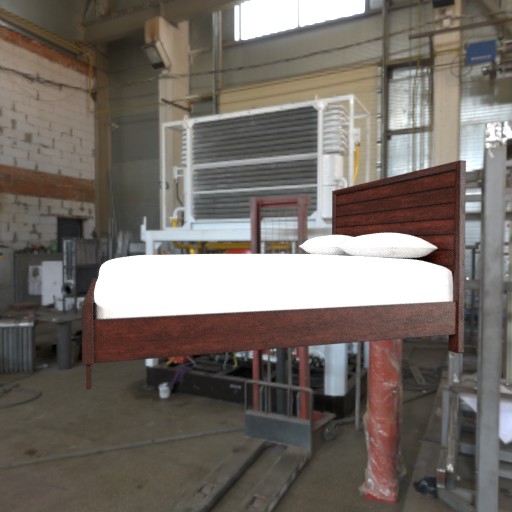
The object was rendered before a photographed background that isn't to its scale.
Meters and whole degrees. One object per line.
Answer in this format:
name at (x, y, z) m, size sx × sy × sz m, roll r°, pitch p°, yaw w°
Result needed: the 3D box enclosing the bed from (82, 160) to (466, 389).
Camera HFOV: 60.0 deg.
bed at (0.000, 0.000, 3.959) m, size 2.803 × 1.492 × 2.040 m, roll 0°, pitch 2°, yaw -18°
